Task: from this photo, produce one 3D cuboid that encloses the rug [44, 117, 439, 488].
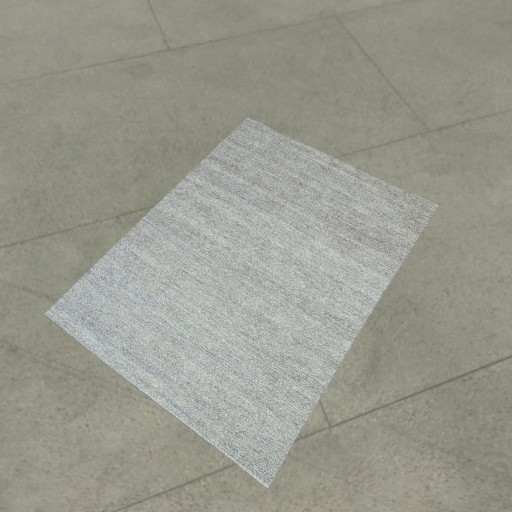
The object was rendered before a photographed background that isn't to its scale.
[{"bbox_3d":[0.000,0.000,4.296,2.434,0.045,3.202,31,63,18],"label":"rug"}]
